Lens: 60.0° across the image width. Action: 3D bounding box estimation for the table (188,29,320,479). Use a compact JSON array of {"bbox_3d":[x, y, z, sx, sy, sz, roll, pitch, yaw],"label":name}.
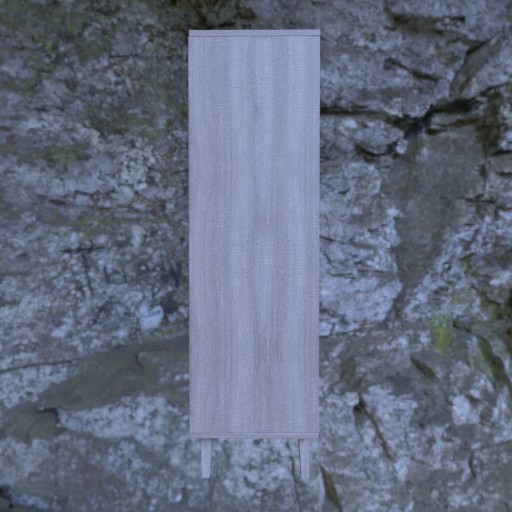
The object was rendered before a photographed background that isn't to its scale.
[{"bbox_3d":[0.000,0.000,1.906,0.398,1.388,1.111,0,1,1],"label":"table"}]
